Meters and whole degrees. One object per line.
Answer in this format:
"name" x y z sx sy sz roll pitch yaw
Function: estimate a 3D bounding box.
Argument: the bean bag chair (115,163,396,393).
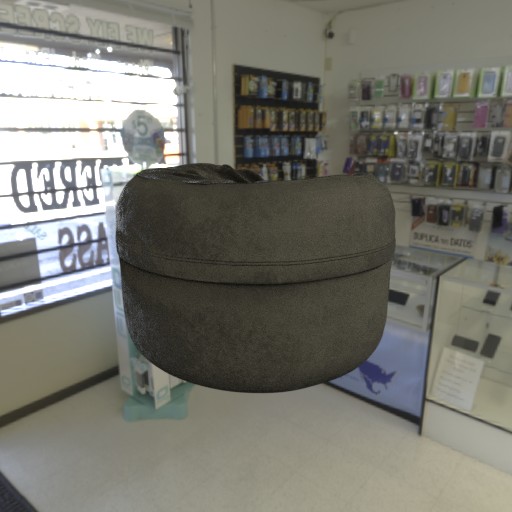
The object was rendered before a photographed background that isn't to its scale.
"bean bag chair" 0.000 0.000 1.525 0.918 0.605 0.918 0 16 0
